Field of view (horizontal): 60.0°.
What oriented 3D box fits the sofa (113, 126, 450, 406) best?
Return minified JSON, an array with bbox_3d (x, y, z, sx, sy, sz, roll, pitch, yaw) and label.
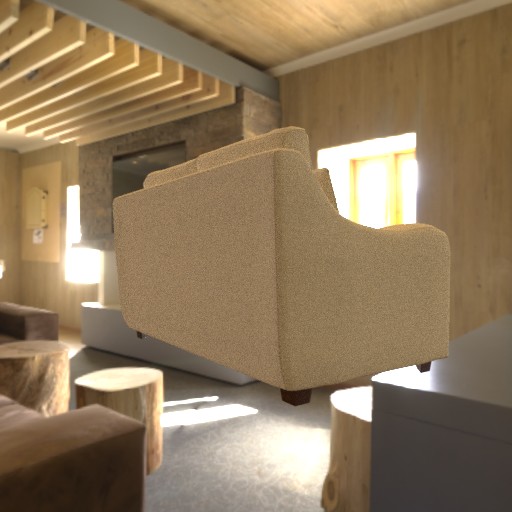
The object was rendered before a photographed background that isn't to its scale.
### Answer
[{"bbox_3d":[0.000,0.000,2.410,1.040,1.047,1.744,0,1,-35],"label":"sofa"}]
